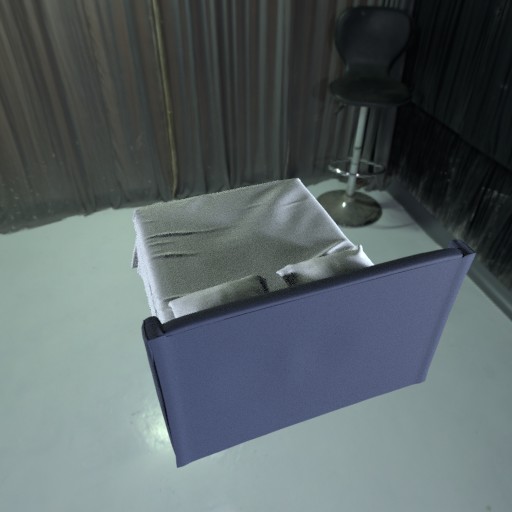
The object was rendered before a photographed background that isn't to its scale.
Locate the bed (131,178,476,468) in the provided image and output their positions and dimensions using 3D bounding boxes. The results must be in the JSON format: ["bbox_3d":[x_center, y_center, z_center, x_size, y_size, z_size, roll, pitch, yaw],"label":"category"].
[{"bbox_3d":[0.000,0.000,3.523,1.925,1.332,2.276,-13,42,-15],"label":"bed"}]
